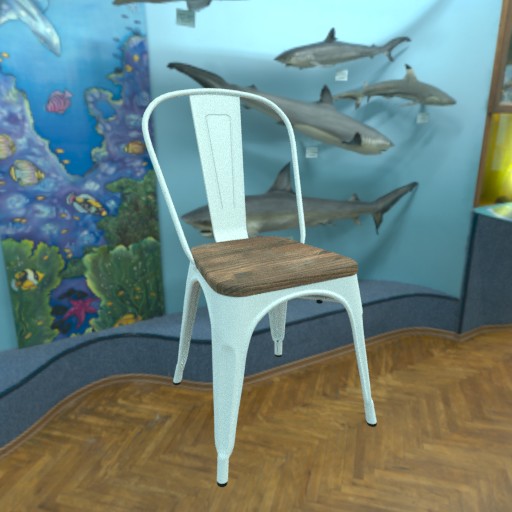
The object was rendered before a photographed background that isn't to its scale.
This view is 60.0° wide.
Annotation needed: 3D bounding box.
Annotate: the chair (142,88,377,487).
[{"bbox_3d":[0.000,0.000,1.158,0.452,0.851,0.521,-9,19,-27],"label":"chair"}]
